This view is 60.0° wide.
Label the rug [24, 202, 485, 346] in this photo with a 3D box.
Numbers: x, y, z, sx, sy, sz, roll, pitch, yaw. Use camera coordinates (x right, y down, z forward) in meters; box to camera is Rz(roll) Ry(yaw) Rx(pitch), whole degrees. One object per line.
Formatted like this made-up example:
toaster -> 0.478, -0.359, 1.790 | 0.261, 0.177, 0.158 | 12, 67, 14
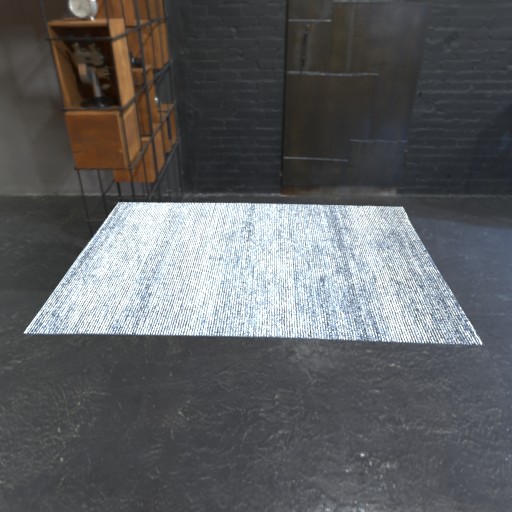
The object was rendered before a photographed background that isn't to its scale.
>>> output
rug -> 0.000, 0.000, 2.940 | 2.349, 0.030, 1.624 | 1, 31, 2
